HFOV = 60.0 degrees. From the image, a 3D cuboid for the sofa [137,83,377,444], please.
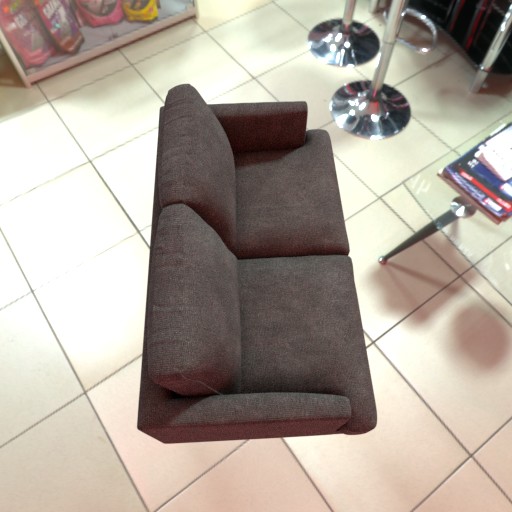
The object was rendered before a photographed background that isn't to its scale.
[{"bbox_3d":[0.000,0.000,2.083,0.903,0.956,1.582,-3,62,-1],"label":"sofa"}]
